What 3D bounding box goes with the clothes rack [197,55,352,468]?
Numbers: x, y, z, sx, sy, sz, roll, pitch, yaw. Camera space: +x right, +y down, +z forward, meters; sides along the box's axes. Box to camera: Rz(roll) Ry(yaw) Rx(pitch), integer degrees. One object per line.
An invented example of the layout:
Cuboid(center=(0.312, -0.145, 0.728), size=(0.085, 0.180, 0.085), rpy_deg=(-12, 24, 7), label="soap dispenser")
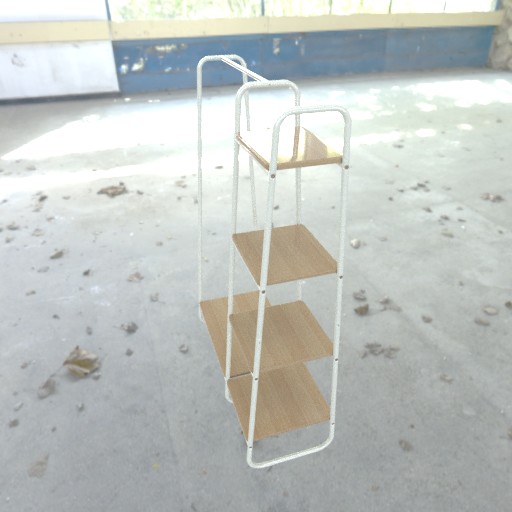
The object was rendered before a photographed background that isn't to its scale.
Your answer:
Cuboid(center=(0.000, 0.000, 1.948), size=(0.400, 1.500, 1.011), rpy_deg=(-10, 33, -15), label="clothes rack")
